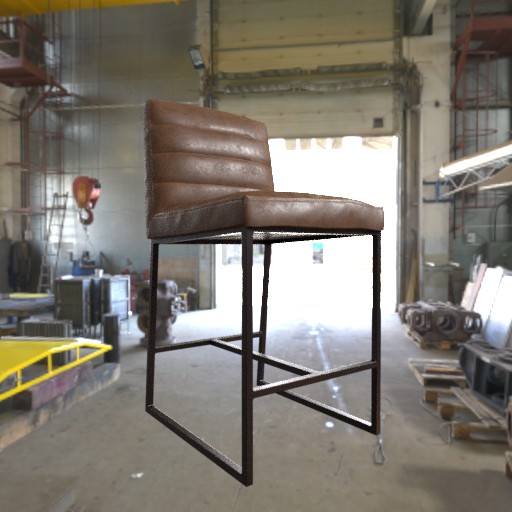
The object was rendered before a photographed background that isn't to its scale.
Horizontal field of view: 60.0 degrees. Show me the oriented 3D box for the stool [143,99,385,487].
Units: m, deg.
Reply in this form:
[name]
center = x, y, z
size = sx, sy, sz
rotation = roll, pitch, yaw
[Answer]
[stool]
center = 0.000, 0.000, 1.245
size = 0.463, 0.942, 0.562
rotation = -1, 1, -37
